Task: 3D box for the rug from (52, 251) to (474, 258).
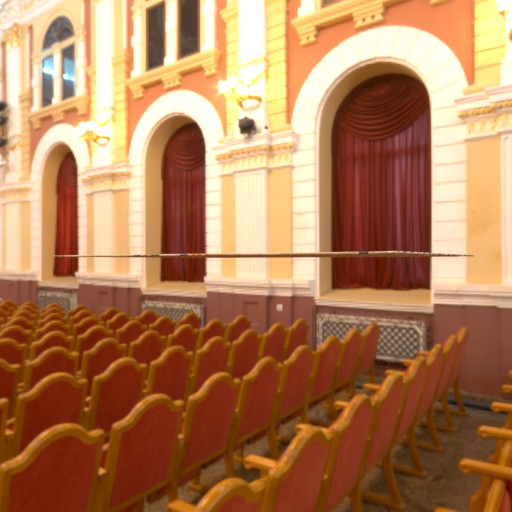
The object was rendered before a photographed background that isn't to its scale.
[{"bbox_3d":[0.000,0.000,2.992,2.428,0.010,1.533,0,-1,36],"label":"rug"}]
